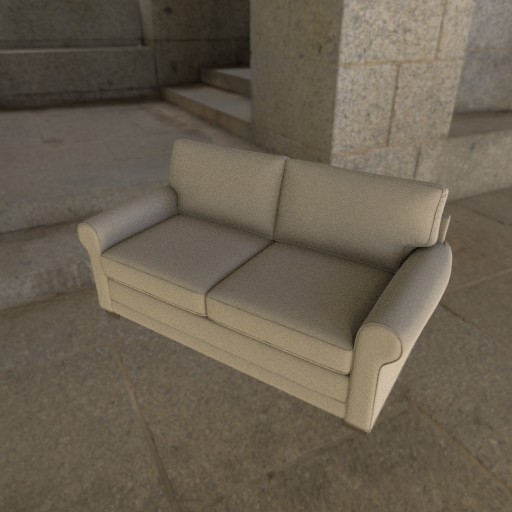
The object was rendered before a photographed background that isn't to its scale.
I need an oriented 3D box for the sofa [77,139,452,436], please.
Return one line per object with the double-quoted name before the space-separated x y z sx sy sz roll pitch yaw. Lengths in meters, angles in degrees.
"sofa" 0.000 0.000 2.447 1.930 0.952 0.940 17 33 28
